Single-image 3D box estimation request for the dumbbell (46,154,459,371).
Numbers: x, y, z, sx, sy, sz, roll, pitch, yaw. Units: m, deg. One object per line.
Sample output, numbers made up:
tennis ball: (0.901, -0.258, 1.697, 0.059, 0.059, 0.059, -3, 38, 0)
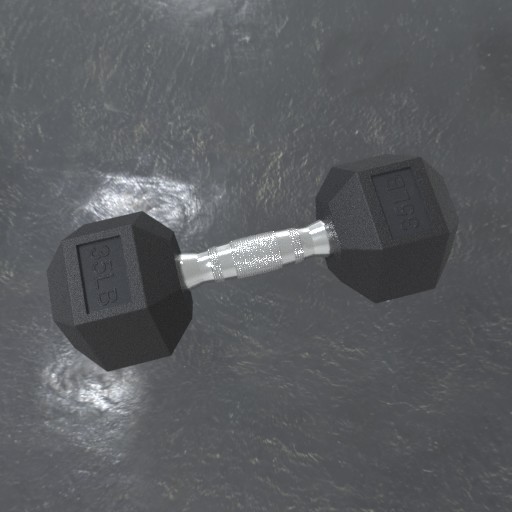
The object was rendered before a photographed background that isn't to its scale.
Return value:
dumbbell: (0.000, 0.000, 0.418, 0.356, 0.123, 0.141, -14, 76, -4)
